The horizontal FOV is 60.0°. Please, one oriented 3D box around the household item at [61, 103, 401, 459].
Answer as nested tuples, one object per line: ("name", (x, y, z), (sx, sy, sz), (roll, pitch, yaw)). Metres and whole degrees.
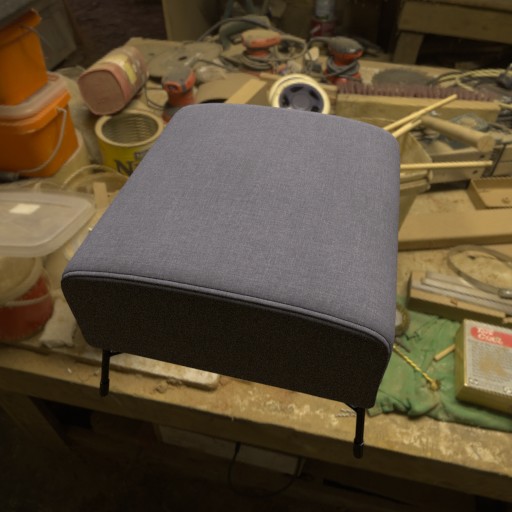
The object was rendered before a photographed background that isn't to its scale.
("household item", (0.000, 0.000, 0.881), (0.530, 0.410, 0.530), (10, 48, 9))
